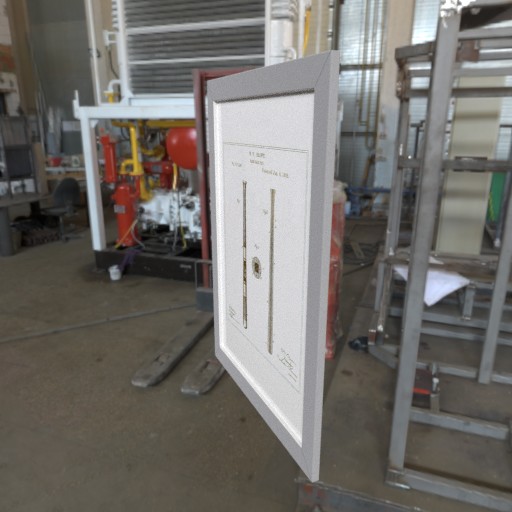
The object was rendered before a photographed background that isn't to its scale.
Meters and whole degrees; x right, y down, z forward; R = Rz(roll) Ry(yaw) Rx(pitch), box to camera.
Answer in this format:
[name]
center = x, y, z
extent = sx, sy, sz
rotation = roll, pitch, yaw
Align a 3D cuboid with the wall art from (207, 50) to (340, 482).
[wall art]
center = 0.000, 0.000, 0.679
extent = 0.012, 0.529, 0.374
rotation = -8, 18, -24
